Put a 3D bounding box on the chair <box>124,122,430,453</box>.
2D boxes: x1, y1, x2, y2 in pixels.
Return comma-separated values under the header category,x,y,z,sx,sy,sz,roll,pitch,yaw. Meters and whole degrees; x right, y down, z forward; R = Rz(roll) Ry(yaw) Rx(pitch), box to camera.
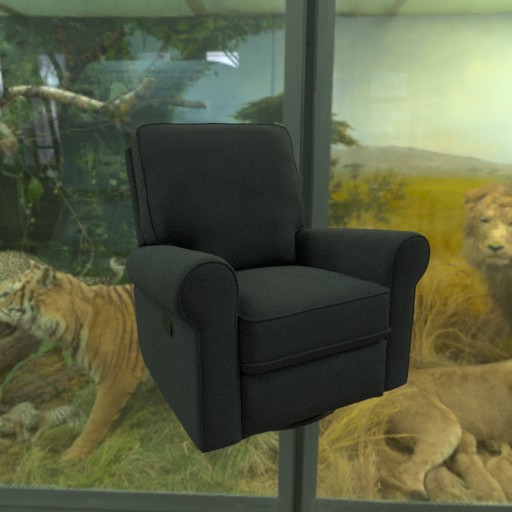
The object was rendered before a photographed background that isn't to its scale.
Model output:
category,x,y,z,sx,sy,sz,roll,pitch,yaw
chair,0.000,0.000,1.627,0.890,0.961,0.878,-8,16,-27
